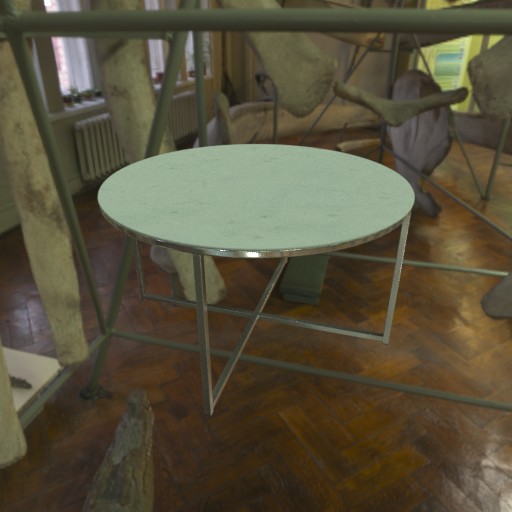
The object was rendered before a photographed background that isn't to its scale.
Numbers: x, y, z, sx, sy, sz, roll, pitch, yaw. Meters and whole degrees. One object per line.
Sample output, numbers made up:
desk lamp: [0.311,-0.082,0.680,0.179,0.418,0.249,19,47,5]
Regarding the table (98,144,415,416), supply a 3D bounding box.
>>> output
table: [0.000,0.000,1.277,0.800,0.450,0.800,0,28,0]
